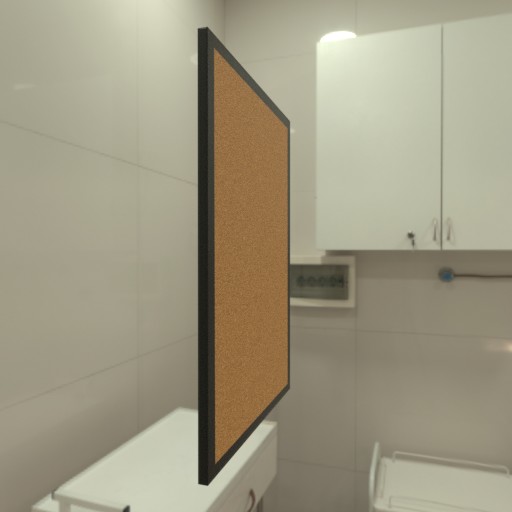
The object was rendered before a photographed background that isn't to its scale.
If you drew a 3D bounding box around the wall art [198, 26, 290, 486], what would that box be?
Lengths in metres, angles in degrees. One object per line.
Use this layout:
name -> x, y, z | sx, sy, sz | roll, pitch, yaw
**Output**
wall art -> 0.000, 0.000, 0.864 | 0.016, 0.657, 0.480 | 0, 0, 19
